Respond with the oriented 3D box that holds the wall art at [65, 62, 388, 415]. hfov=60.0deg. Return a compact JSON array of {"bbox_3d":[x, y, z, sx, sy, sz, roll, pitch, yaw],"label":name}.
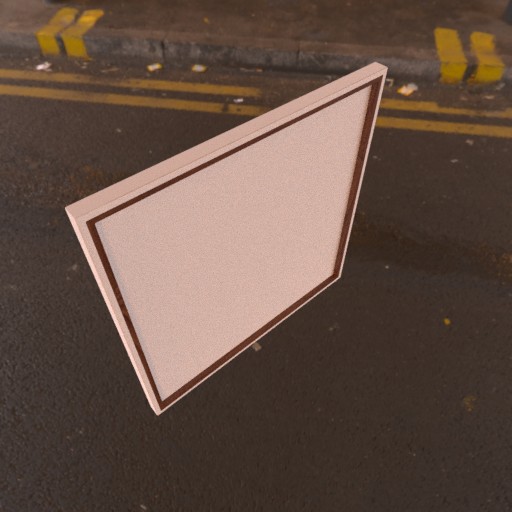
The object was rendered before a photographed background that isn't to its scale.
[{"bbox_3d":[0.000,0.000,1.503,1.009,1.009,0.049,-33,56,-26],"label":"wall art"}]
